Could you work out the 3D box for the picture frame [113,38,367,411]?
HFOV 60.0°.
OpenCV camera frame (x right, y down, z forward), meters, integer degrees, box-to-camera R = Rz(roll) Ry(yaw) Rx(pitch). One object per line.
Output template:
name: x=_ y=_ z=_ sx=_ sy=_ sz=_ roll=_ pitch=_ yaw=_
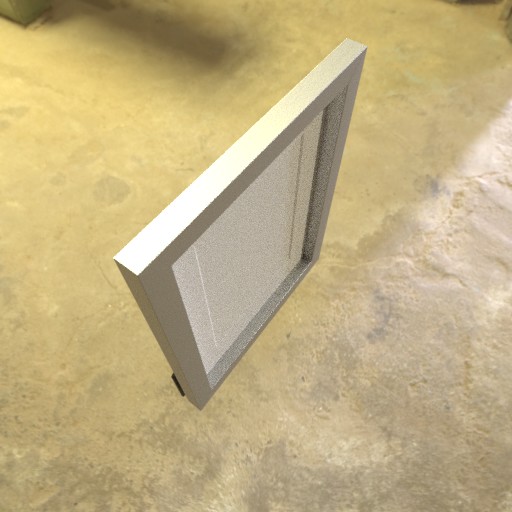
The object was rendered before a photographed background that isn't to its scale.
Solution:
picture frame: x=0.000 y=0.000 z=0.522 sx=0.036 sy=0.386 sz=0.307 roll=32 pitch=64 yaw=18
